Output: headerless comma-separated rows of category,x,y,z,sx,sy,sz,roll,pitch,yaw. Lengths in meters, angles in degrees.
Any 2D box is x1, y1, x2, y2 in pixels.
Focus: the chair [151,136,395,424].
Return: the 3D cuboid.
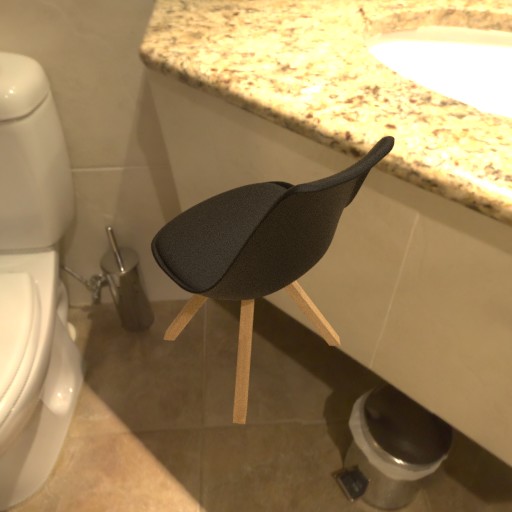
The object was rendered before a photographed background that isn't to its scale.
chair,0.000,0.000,1.196,0.485,0.850,0.549,-31,53,-27
